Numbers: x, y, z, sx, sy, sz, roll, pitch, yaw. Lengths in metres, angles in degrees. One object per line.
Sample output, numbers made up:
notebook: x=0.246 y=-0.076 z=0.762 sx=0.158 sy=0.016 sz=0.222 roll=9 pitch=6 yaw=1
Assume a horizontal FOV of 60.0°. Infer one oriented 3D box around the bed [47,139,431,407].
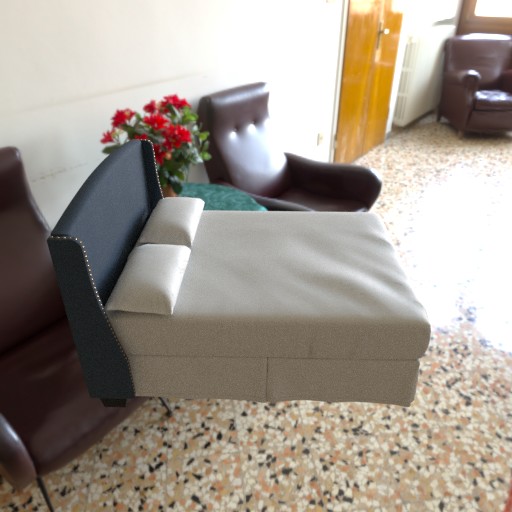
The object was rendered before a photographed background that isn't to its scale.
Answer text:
bed: x=0.000 y=0.000 z=3.354 sx=2.237 sy=1.407 sz=1.710 roll=1 pitch=32 yaw=1
